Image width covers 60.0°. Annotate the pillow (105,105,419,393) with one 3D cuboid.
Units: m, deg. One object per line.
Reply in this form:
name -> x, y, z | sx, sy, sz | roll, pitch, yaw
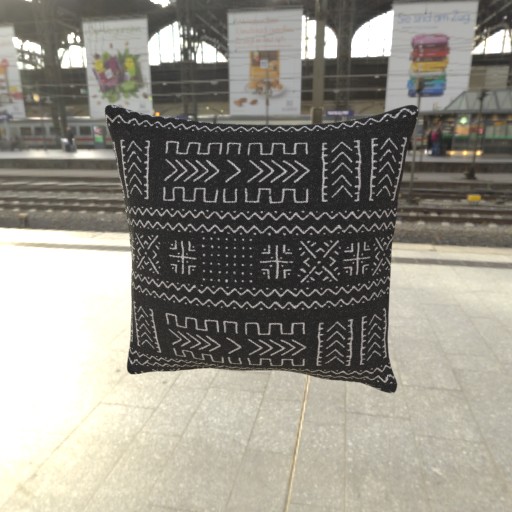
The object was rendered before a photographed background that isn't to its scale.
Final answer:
pillow -> 0.000, 0.000, 0.658 | 0.438, 0.430, 0.164 | 2, 15, 8
